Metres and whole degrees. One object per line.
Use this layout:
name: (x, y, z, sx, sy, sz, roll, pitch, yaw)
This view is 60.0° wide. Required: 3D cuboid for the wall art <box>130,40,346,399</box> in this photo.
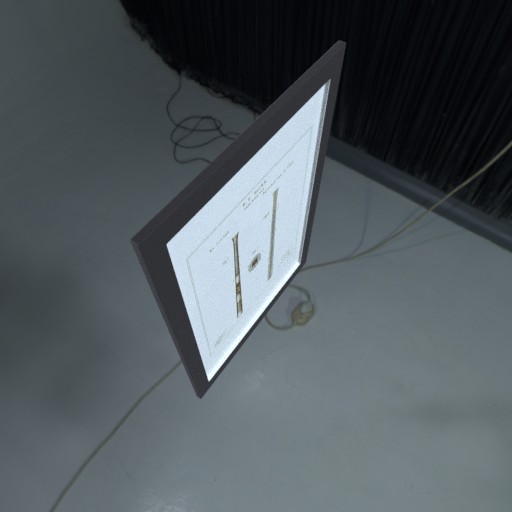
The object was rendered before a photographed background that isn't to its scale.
wall art: (0.000, 0.000, 0.699, 0.012, 0.529, 0.374, 31, 63, 18)
